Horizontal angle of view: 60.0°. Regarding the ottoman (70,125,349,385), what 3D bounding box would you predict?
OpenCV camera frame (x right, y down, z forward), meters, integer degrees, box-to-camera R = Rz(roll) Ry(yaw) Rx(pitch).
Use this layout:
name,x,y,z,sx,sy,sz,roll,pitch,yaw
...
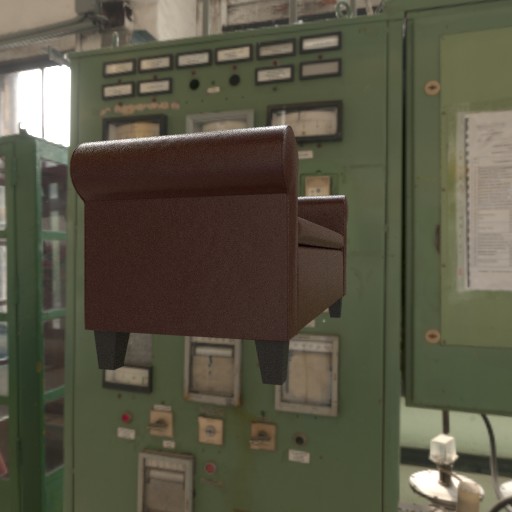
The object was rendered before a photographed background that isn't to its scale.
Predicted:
name,x,y,z,sx,sy,sz,roll,pitch,yaw
ottoman,0.000,0.000,1.534,0.521,0.547,1.256,0,0,17
